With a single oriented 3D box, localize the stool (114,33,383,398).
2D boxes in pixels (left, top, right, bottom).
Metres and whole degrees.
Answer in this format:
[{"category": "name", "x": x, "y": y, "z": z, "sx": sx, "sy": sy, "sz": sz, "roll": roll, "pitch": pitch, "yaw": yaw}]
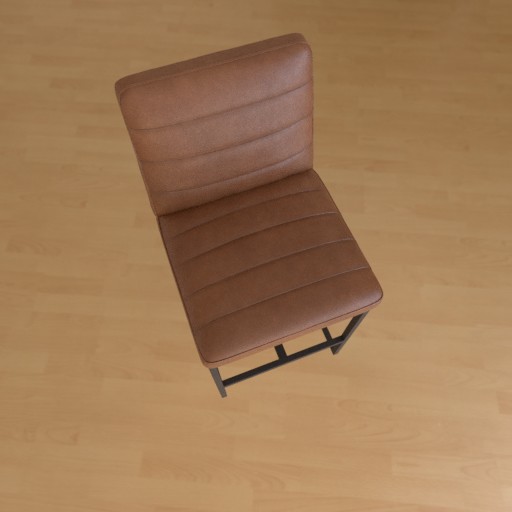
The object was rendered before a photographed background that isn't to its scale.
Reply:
[{"category": "stool", "x": 0.000, "y": 0.000, "z": 1.237, "sx": 0.458, "sy": 0.940, "sz": 0.556, "roll": -19, "pitch": 65, "yaw": -9}]
